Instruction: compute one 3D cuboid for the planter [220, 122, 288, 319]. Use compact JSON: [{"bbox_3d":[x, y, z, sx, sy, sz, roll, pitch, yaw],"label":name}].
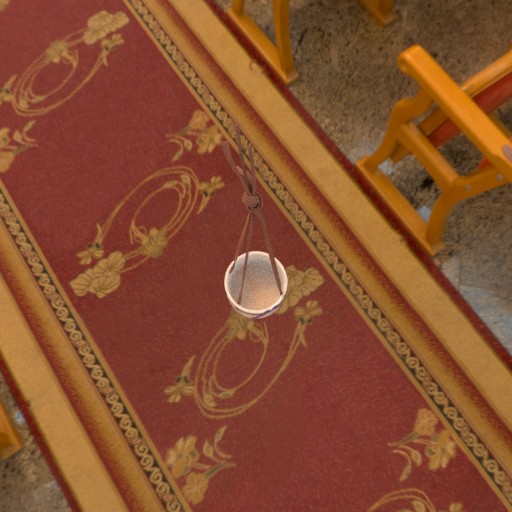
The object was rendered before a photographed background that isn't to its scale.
[{"bbox_3d":[0.000,0.000,0.834,0.153,0.753,0.157,-33,77,-8],"label":"planter"}]
